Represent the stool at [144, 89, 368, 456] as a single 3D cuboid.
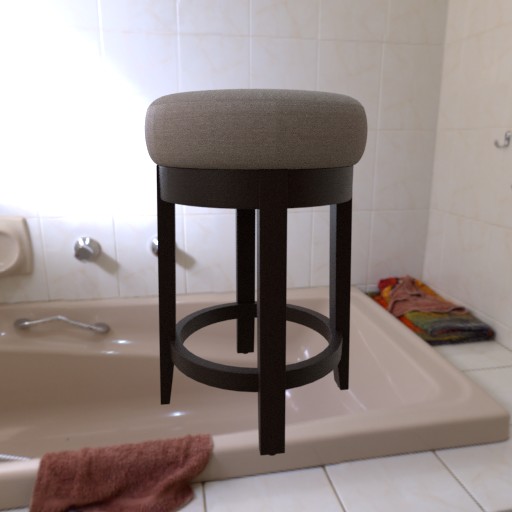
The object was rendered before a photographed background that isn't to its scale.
[{"bbox_3d":[0.000,0.000,0.970,0.443,0.672,0.443,0,15,0],"label":"stool"}]
